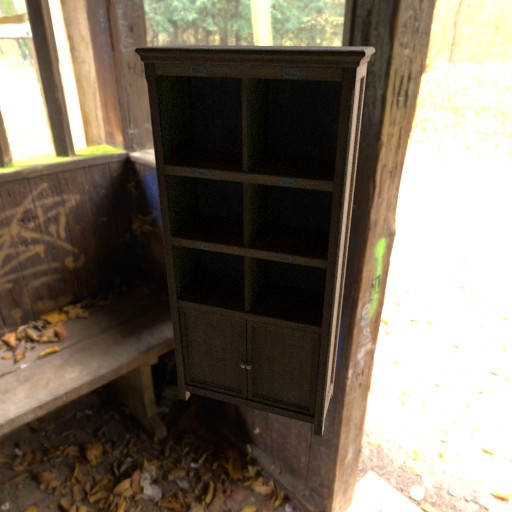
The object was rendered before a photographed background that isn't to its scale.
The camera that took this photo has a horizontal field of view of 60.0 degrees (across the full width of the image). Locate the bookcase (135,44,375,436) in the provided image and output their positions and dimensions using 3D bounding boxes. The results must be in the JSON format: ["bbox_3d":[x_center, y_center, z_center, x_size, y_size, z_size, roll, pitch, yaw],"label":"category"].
[{"bbox_3d":[0.000,0.000,2.202,0.906,1.880,0.348,9,28,17],"label":"bookcase"}]
